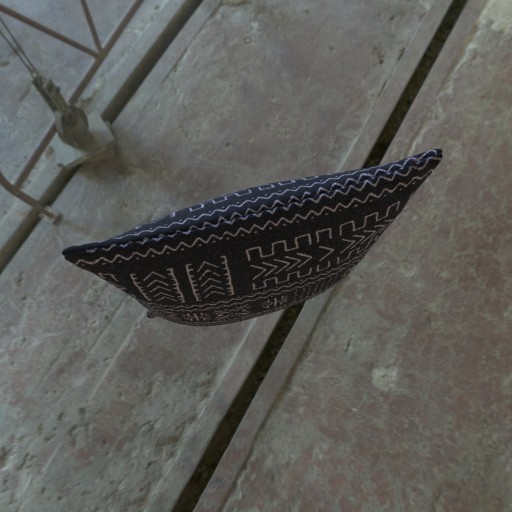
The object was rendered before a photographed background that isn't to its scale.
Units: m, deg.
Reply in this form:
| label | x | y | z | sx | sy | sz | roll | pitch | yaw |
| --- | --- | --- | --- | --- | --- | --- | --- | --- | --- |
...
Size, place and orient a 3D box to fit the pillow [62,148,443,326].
| label | x | y | z | sx | sy | sz | roll | pitch | yaw |
| --- | --- | --- | --- | --- | --- | --- | --- | --- | --- |
| pillow | 0.000 | 0.000 | 0.679 | 0.438 | 0.430 | 0.164 | -15 | 75 | -4 |
